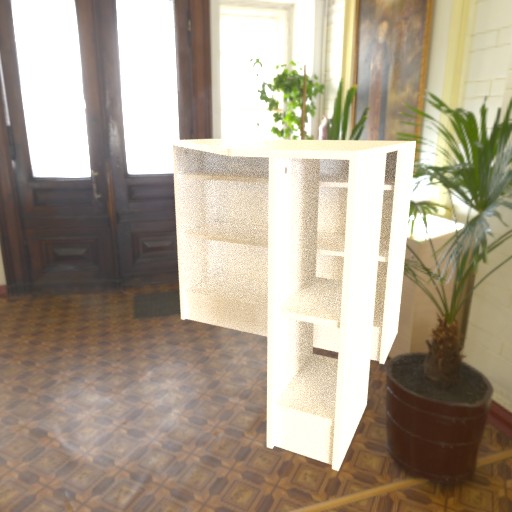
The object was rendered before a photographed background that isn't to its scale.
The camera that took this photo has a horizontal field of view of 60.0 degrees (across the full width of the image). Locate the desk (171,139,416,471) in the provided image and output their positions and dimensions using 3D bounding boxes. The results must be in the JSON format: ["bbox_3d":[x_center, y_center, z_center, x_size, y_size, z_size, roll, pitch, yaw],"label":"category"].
[{"bbox_3d":[0.000,0.000,1.649,0.940,0.818,0.926,8,18,25],"label":"desk"}]
